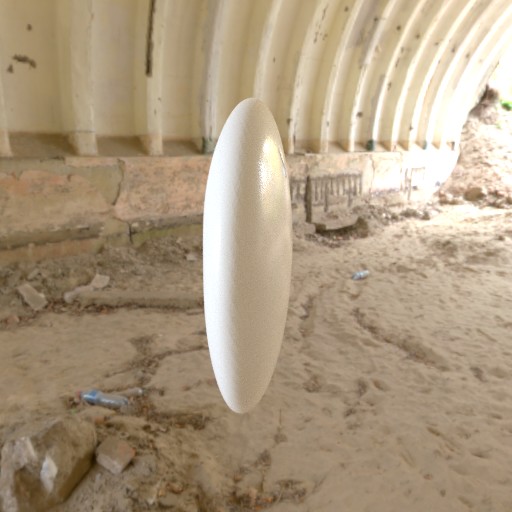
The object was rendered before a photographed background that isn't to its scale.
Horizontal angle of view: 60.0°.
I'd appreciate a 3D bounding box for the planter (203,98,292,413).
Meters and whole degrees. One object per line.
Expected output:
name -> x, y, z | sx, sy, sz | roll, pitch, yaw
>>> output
planter -> 0.000, 0.000, 0.279 | 0.043, 0.188, 0.185 | 2, 14, 10
